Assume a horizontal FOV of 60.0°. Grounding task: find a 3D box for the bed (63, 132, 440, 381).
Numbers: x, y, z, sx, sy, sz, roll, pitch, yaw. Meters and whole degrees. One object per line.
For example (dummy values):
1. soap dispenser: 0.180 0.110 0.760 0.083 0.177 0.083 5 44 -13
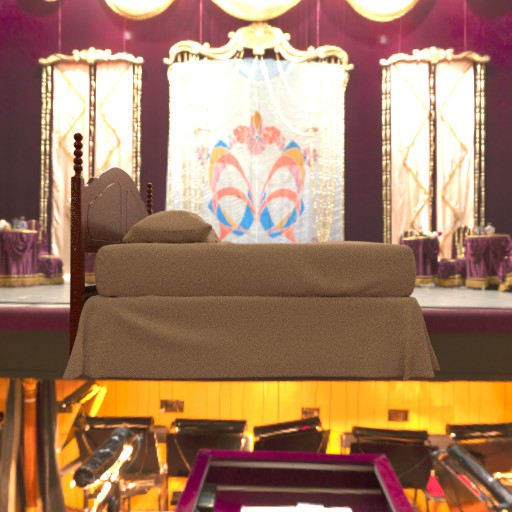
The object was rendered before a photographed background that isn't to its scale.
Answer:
1. bed: 0.000 0.000 3.257 2.040 1.356 1.873 0 -1 1
